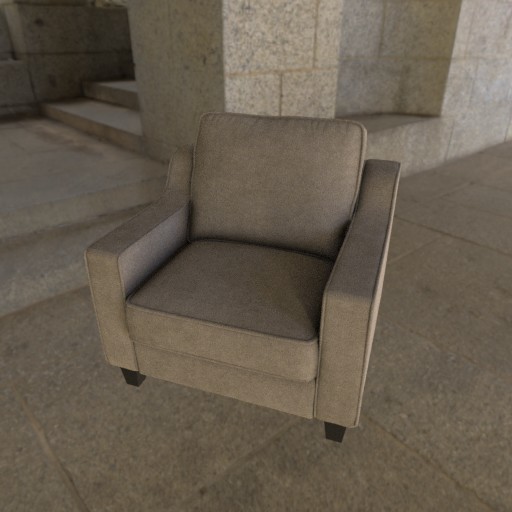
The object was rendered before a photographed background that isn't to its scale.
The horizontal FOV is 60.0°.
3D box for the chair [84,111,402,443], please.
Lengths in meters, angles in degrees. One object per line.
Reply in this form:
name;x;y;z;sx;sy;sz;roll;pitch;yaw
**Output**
chair;0.000;0.000;1.663;0.926;0.944;0.840;9;29;17
